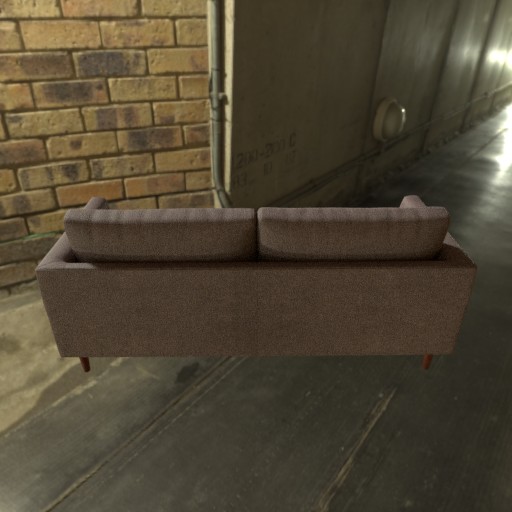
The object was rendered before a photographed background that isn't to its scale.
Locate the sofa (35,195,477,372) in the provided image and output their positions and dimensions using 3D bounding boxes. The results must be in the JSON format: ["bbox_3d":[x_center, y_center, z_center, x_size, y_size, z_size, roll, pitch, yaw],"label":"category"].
[{"bbox_3d":[0.000,0.000,2.460,1.948,0.868,1.020,0,30,-1],"label":"sofa"}]
